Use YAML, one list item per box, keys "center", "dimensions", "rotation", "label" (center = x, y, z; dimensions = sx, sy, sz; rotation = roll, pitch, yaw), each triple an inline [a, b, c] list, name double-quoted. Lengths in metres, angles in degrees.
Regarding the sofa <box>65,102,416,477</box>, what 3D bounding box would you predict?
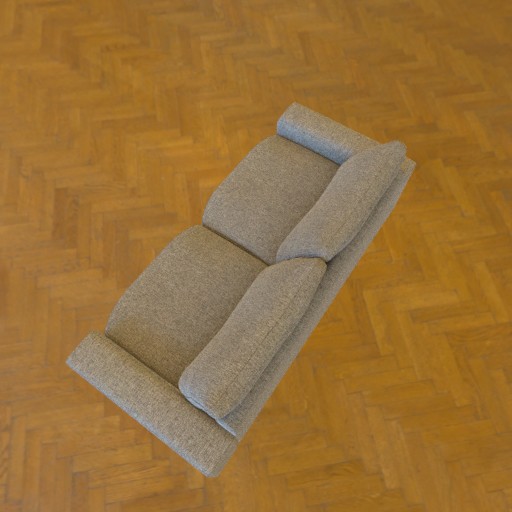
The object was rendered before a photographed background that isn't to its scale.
- center: [0.000, 0.000, 2.767]
  dimensions: [1.040, 0.922, 2.299]
  rotation: [32, 68, 15]
  label: "sofa"
